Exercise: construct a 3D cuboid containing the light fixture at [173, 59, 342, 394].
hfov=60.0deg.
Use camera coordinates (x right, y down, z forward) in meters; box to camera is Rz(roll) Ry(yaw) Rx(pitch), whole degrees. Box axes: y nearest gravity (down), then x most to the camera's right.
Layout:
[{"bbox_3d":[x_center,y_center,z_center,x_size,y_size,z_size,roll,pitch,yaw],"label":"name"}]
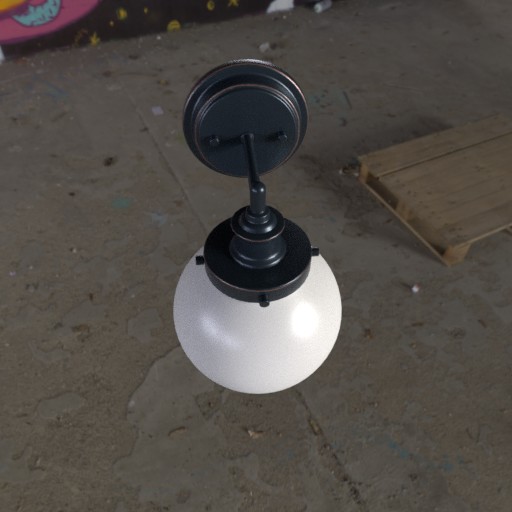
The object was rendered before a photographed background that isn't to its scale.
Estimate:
[{"bbox_3d":[0.000,0.000,0.486,0.197,0.332,0.230,-4,47,-4],"label":"light fixture"}]
